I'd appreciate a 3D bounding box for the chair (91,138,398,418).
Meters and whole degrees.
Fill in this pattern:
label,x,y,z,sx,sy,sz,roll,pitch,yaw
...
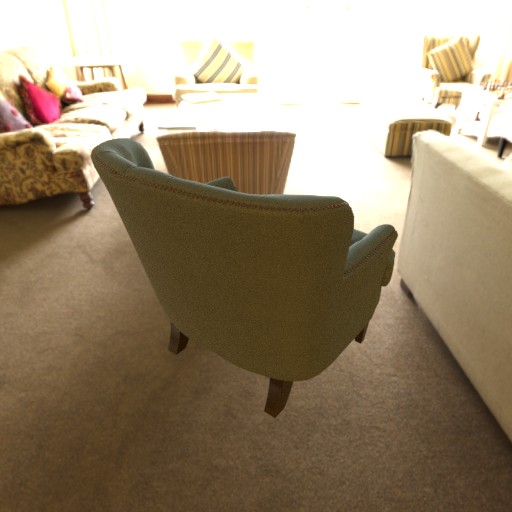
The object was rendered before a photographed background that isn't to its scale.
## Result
label,x,y,z,sx,sy,sz,roll,pitch,yaw
chair,0.000,0.000,1.578,0.848,0.868,0.906,22,37,32
